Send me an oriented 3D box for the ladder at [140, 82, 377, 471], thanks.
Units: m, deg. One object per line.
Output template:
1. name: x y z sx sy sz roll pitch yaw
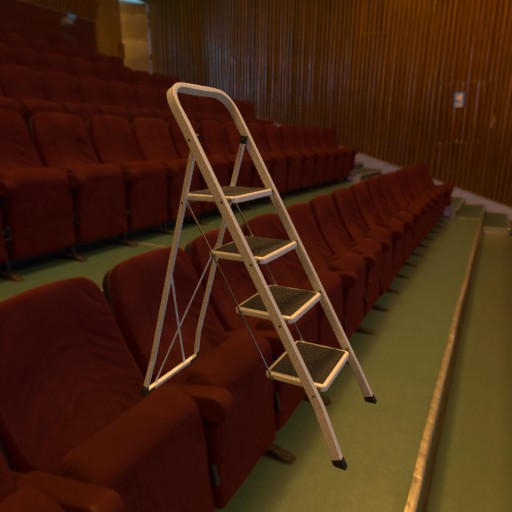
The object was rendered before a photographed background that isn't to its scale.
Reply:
1. ladder: 0.000 0.000 1.719 0.914 1.265 0.460 8 17 27
